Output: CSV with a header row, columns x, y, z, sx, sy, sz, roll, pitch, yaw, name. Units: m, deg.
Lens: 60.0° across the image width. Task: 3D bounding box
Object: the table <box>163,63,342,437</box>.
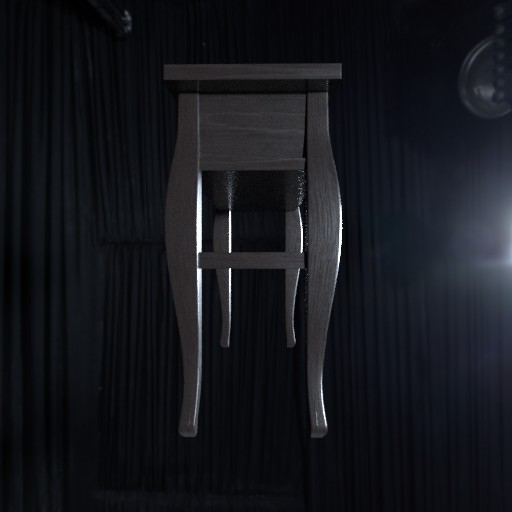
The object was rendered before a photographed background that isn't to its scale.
x,y,z,sx,sy,sz,roll,pitch,yaw,name
0.000,0.000,1.415,0.373,0.768,1.062,0,0,1,table
